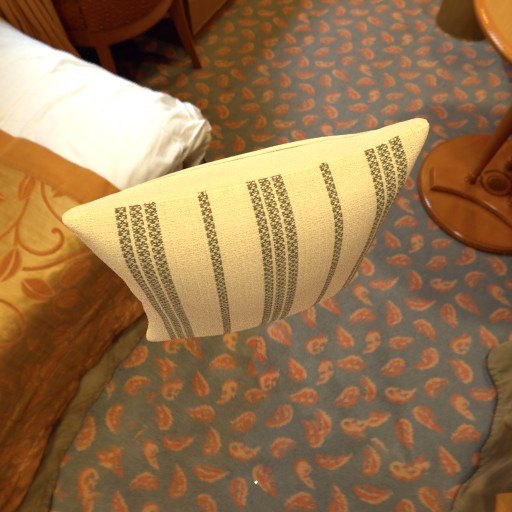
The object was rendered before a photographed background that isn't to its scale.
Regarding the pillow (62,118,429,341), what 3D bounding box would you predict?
[{"bbox_3d":[0.000,0.000,0.638,0.405,0.406,0.173,-16,64,-8],"label":"pillow"}]
